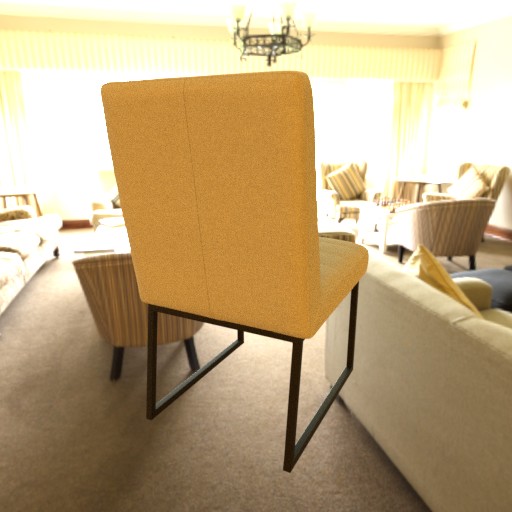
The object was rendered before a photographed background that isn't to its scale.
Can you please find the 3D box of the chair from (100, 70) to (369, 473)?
[{"bbox_3d":[0.000,0.000,1.292,0.520,0.930,0.634,8,18,27],"label":"chair"}]
